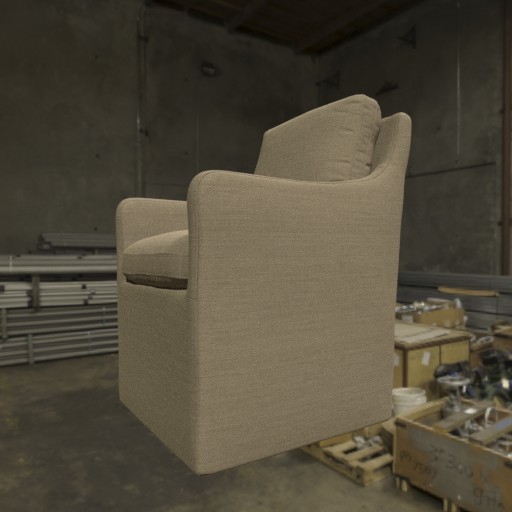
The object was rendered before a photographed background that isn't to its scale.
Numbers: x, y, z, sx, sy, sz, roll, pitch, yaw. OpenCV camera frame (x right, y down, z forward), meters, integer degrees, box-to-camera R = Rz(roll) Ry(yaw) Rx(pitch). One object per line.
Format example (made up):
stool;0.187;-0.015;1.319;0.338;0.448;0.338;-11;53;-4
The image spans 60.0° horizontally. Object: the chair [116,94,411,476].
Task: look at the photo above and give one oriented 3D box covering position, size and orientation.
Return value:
chair;0.000;0.000;1.318;0.694;0.914;0.626;0;0;-33
